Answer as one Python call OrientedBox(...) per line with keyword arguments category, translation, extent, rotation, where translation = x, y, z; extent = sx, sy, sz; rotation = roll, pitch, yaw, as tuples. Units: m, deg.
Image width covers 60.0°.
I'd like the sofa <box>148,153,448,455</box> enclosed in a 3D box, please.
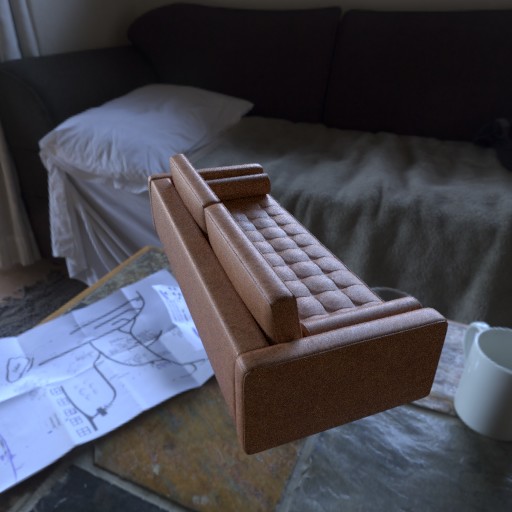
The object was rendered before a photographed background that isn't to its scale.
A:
OrientedBox(category="sofa", translation=(0.000, 0.000, 2.640), extent=(0.919, 0.770, 2.200), rotation=(-11, 31, -18))
